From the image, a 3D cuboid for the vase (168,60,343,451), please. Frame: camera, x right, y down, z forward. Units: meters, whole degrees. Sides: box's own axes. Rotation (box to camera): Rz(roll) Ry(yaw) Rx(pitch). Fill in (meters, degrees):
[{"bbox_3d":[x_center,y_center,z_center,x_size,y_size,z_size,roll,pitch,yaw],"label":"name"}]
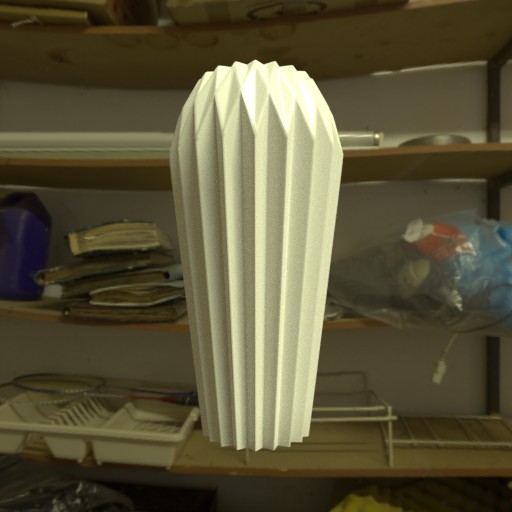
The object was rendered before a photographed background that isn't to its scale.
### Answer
[{"bbox_3d":[0.000,0.000,0.339,0.133,0.263,0.133,0,-2,0],"label":"vase"}]
